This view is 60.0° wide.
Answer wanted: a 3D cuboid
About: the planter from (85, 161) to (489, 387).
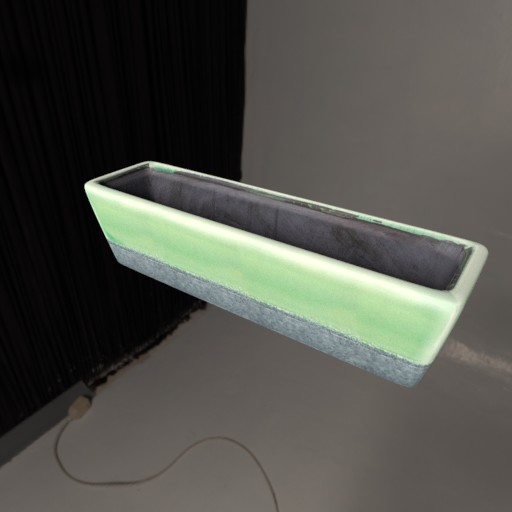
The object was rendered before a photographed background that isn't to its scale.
[{"bbox_3d":[0.000,0.000,0.309,0.275,0.072,0.072,19,35,30],"label":"planter"}]
